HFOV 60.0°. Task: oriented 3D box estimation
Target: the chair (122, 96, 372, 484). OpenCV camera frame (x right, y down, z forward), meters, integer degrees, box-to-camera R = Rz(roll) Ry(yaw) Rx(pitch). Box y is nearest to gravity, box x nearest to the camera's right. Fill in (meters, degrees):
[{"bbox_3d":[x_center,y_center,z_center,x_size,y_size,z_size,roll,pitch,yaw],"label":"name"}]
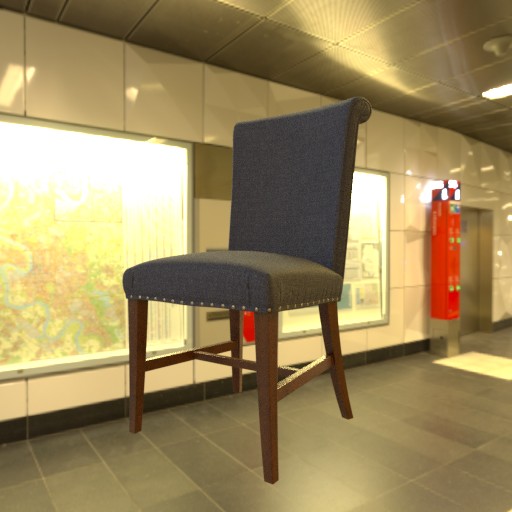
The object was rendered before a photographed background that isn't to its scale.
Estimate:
[{"bbox_3d":[0.000,0.000,1.330,0.513,0.988,0.608,1,1,35],"label":"chair"}]
